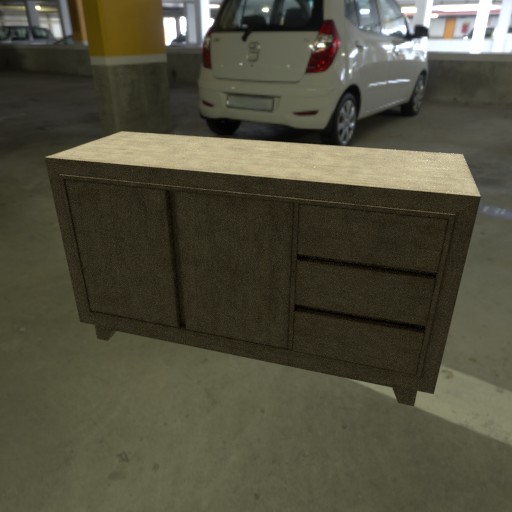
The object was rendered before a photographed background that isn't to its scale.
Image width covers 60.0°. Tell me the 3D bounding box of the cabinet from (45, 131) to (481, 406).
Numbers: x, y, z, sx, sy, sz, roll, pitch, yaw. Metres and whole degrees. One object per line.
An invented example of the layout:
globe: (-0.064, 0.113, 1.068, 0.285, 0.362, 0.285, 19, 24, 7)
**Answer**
cabinet: (0.000, 0.000, 1.818, 1.460, 0.825, 0.511, 8, 28, 15)
